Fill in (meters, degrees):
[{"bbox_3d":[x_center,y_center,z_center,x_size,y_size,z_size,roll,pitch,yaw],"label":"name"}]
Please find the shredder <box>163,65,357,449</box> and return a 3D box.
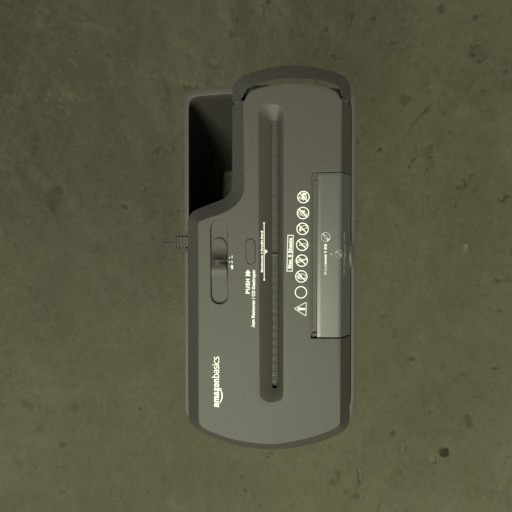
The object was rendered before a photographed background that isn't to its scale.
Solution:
[{"bbox_3d":[0.000,0.000,0.519,0.170,0.335,0.320,0,91,0],"label":"shredder"}]
